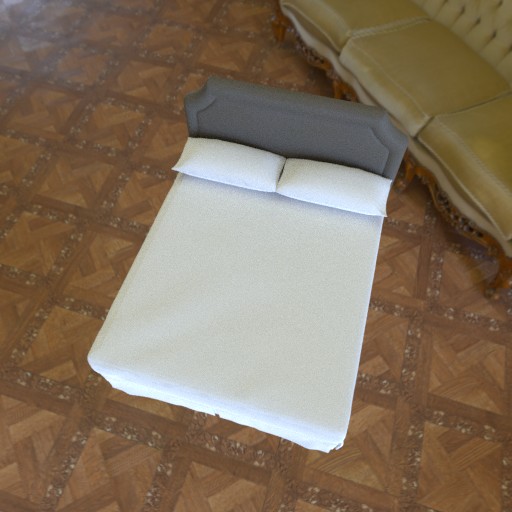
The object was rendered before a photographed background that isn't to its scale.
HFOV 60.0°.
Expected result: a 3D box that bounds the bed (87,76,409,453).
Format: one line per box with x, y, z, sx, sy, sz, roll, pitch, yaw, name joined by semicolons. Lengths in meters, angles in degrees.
0.000;0.000;3.862;2.194;1.561;2.536;14;59;8;bed
